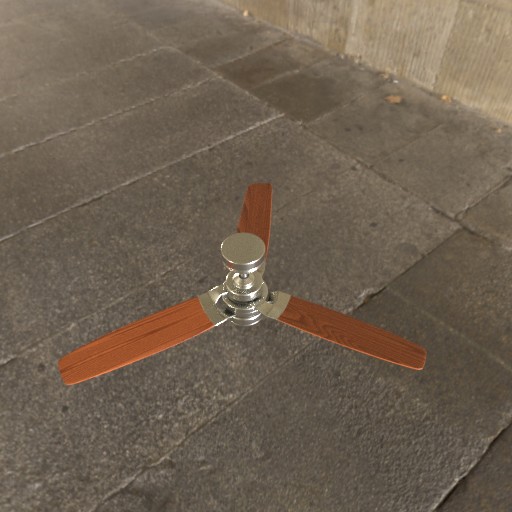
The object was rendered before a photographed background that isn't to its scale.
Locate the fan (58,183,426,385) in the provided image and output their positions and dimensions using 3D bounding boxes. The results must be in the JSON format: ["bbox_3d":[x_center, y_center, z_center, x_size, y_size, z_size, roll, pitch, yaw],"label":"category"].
[{"bbox_3d":[0.000,0.000,1.975,1.416,0.410,1.271,4,47,4],"label":"fan"}]
